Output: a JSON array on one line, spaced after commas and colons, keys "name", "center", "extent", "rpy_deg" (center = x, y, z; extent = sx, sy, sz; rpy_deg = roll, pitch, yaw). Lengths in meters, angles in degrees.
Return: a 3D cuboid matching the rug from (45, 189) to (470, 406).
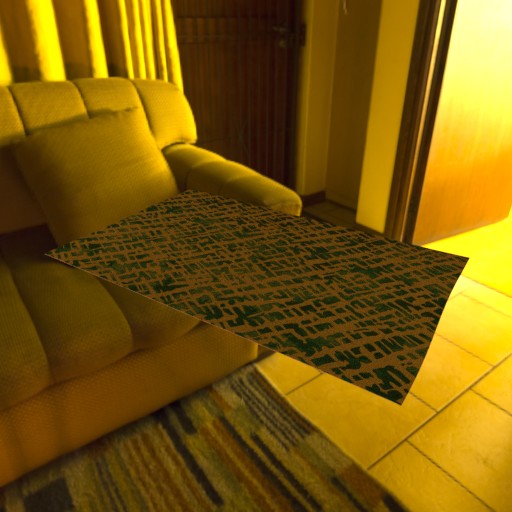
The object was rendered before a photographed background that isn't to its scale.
[{"name": "rug", "center": [0.000, 0.000, 2.986], "extent": [2.447, 0.011, 1.520], "rpy_deg": [17, 33, 29]}]
